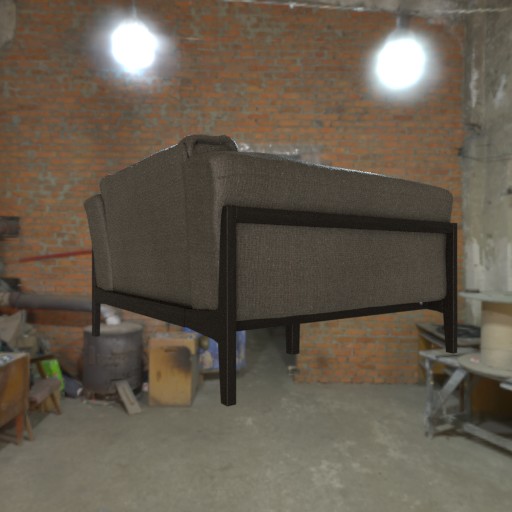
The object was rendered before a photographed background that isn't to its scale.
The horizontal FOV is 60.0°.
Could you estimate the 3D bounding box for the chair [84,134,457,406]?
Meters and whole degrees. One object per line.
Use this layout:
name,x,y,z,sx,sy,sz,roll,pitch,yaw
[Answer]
chair,0.000,0.000,1.632,0.969,0.646,1.056,0,0,-36
